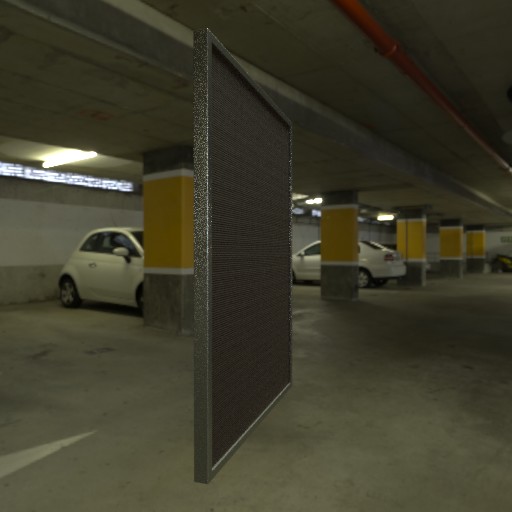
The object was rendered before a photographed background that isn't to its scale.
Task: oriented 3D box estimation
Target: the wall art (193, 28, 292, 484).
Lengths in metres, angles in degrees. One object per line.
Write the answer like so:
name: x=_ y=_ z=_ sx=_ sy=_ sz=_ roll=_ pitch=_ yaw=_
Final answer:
wall art: x=0.000 y=0.000 z=1.415 sx=0.037 sy=1.062 sz=0.801 roll=0 pitch=1 yaw=19
